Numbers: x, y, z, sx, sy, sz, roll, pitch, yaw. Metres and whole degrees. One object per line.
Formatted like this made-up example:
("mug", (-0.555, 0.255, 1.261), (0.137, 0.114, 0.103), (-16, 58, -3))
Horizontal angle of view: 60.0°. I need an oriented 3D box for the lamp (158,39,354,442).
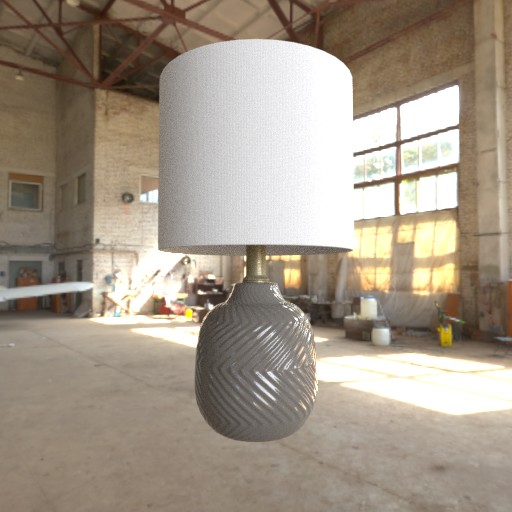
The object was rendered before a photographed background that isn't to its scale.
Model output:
("lamp", (0.000, 0.000, 0.477), (0.207, 0.366, 0.207), (1, -3, -19))
